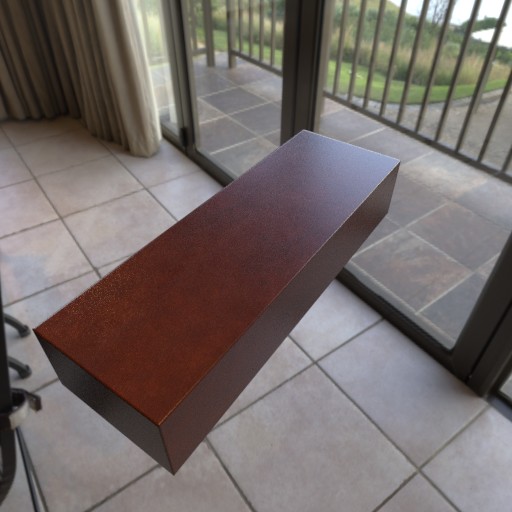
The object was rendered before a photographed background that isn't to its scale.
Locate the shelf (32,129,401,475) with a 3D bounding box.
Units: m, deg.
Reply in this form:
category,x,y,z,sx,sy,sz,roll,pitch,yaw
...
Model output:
category,x,y,z,sx,sy,sz,roll,pitch,yaw
shelf,0.000,0.000,0.519,0.152,0.088,0.457,26,48,25
